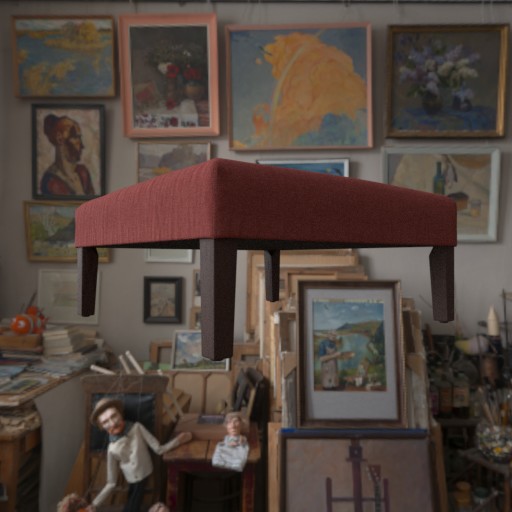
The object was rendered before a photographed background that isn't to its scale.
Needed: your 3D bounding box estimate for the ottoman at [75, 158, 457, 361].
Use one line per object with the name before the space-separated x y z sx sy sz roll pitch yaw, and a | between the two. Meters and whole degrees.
ottoman | 0.000 0.000 1.437 0.890 0.411 0.889 0 0 -38
